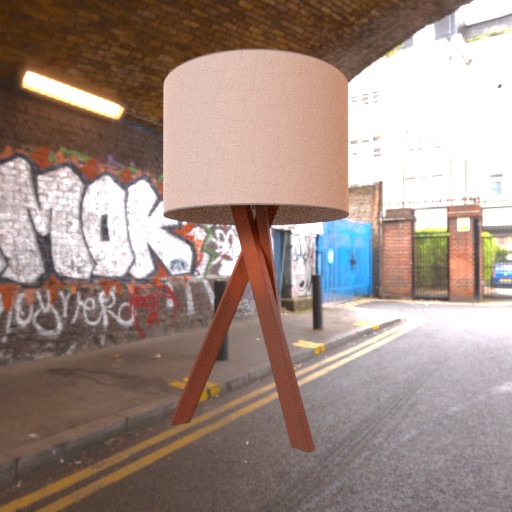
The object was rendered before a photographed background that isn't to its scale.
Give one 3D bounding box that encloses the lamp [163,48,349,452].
[{"bbox_3d":[0.000,0.000,0.924,0.380,0.686,0.380,0,-1,-18],"label":"lamp"}]
